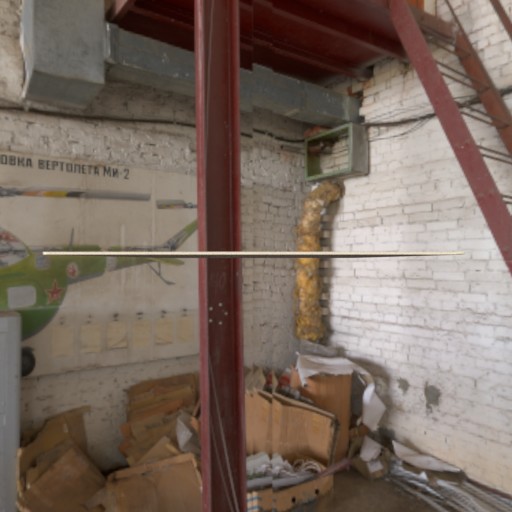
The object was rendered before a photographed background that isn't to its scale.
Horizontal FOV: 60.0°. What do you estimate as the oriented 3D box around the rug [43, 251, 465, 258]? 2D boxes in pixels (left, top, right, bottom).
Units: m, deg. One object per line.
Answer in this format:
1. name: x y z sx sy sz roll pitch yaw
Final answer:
1. rug: 0.000 0.000 4.029 2.407 0.020 3.051 0 -1 1
